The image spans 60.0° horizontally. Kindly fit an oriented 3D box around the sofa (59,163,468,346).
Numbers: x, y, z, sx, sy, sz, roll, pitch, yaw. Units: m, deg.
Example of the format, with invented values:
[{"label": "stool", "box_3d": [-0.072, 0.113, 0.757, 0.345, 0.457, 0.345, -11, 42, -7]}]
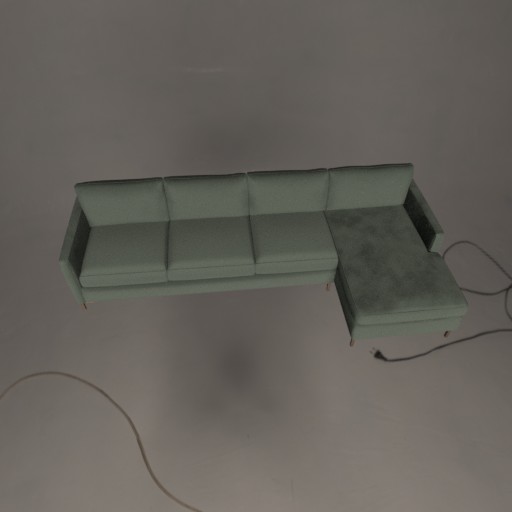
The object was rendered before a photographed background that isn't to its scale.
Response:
[{"label": "sofa", "box_3d": [0.000, 0.000, 3.246, 2.725, 0.756, 1.255, -4, 47, -4]}]
